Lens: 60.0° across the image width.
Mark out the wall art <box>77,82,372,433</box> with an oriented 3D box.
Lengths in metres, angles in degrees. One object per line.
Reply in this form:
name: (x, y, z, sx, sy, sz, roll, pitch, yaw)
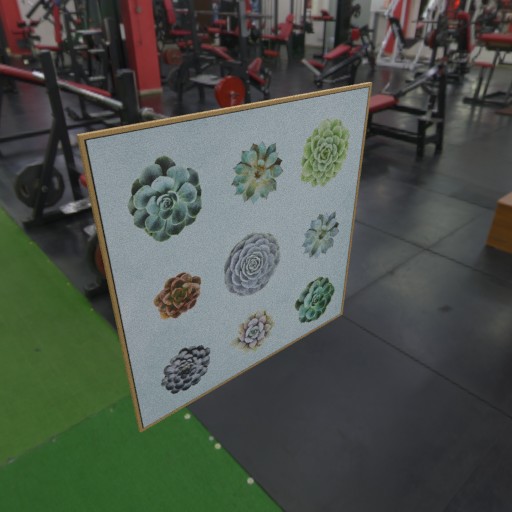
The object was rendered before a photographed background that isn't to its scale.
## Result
wall art: (0.000, 0.000, 1.438, 0.962, 0.959, 0.013, -23, 38, -32)
